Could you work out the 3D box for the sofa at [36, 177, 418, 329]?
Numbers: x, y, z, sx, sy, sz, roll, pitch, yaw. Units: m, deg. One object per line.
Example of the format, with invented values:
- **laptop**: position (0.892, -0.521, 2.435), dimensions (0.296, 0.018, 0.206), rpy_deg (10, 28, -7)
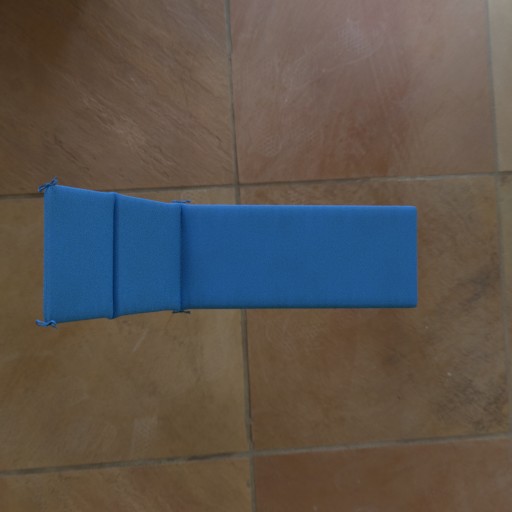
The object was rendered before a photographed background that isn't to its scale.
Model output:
- **sofa**: position (0.000, 0.000, 1.961), dimensions (1.663, 0.622, 0.582), rpy_deg (0, 89, -3)
